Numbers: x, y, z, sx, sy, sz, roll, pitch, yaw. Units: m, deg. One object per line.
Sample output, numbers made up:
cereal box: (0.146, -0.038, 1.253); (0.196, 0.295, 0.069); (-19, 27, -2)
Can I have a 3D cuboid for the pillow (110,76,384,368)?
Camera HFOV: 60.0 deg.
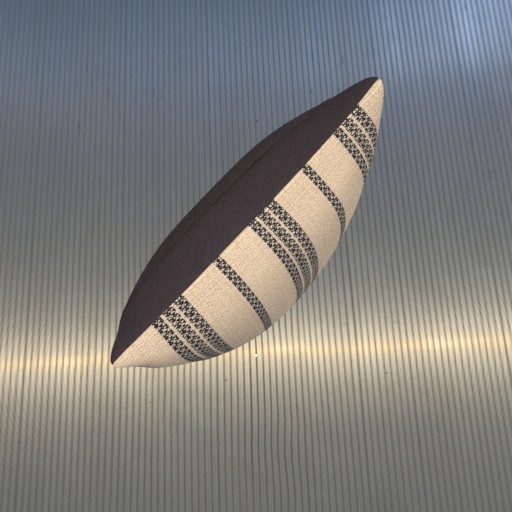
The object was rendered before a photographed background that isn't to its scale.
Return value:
pillow: (0.000, 0.000, 0.637); (0.173, 0.406, 0.405); (41, 80, 8)
